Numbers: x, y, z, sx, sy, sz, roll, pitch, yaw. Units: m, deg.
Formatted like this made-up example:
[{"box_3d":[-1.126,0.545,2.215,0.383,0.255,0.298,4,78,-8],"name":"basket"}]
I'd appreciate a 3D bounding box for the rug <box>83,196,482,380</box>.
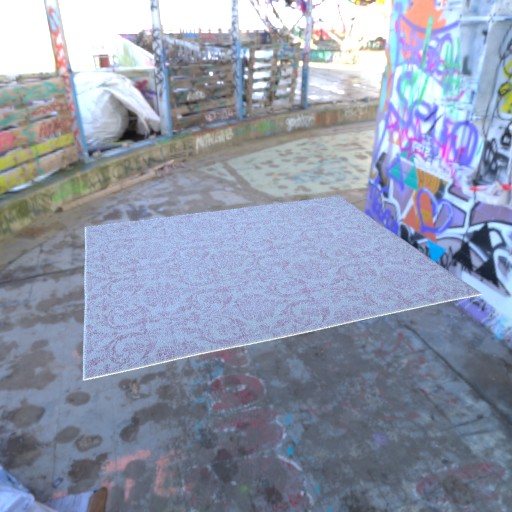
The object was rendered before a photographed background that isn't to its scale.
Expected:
[{"box_3d":[0.000,0.000,4.065,2.980,0.012,2.363,-9,29,-16],"name":"rug"}]
